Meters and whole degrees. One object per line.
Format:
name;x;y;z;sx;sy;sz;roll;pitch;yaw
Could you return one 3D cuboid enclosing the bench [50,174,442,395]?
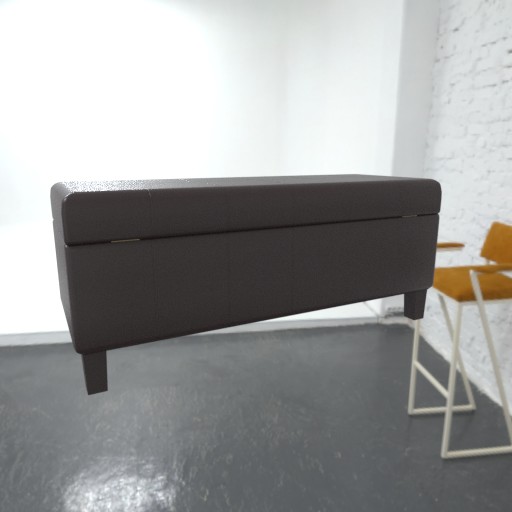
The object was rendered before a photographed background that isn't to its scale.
bench;0.000;0.000;1.353;1.092;0.457;0.429;-7;15;-26
